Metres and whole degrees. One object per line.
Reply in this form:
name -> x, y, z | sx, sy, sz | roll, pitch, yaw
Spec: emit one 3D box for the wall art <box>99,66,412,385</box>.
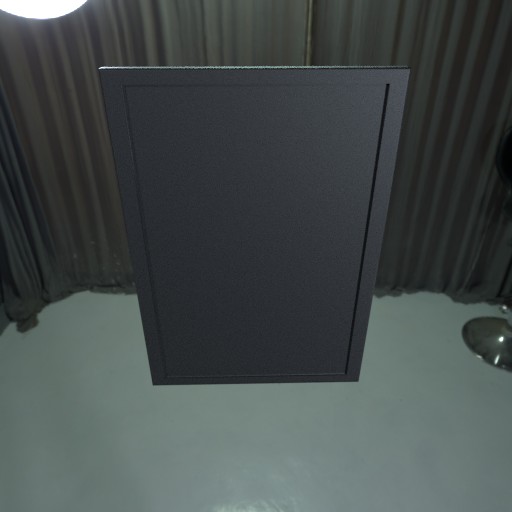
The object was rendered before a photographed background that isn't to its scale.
wall art -> 0.000, 0.000, 0.546 | 0.303, 0.431, 0.013 | -1, 31, -1
